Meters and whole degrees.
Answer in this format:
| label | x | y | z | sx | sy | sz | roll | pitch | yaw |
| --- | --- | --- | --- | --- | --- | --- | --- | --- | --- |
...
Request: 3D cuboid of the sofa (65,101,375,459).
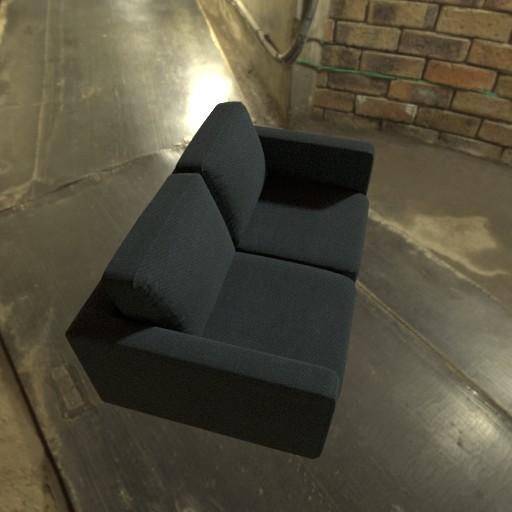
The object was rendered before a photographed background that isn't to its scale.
| label | x | y | z | sx | sy | sz | roll | pitch | yaw |
| --- | --- | --- | --- | --- | --- | --- | --- | --- | --- |
| sofa | 0.000 | 0.000 | 2.147 | 0.999 | 0.930 | 1.518 | 11 | 48 | 10 |
